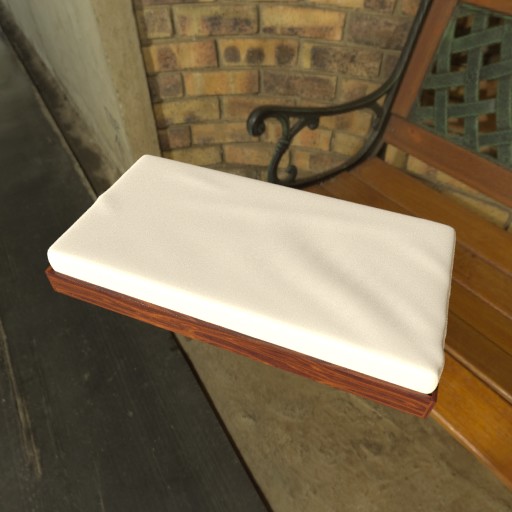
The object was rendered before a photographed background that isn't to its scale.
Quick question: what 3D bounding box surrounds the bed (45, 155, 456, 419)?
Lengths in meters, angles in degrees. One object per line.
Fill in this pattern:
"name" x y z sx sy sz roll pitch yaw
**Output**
"bed" 0.000 0.000 2.239 1.860 0.312 0.940 16 48 15
